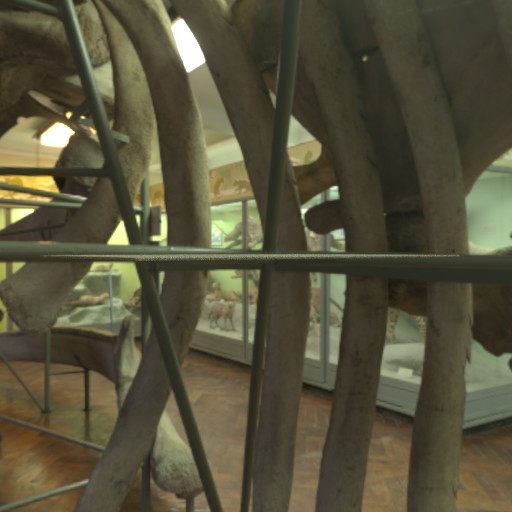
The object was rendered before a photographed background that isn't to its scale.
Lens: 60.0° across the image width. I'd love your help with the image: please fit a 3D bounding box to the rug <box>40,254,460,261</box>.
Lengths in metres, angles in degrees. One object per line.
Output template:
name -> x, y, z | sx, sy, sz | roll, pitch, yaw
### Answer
rug -> 0.000, 0.000, 2.317 | 1.824, 0.010, 1.240 | 0, 1, -38
